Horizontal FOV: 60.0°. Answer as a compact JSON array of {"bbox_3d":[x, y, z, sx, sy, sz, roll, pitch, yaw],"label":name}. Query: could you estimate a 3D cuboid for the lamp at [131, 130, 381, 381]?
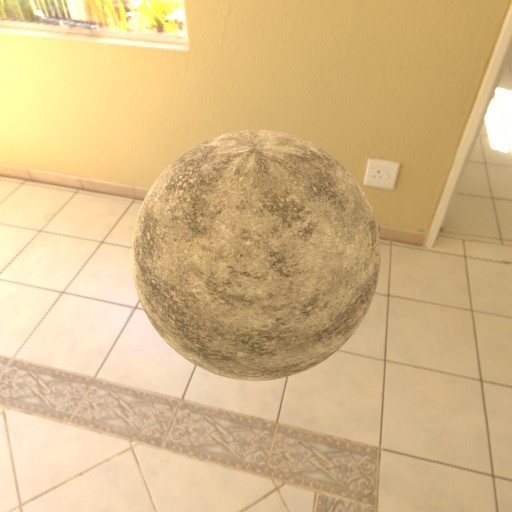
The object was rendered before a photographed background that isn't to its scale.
[{"bbox_3d":[0.000,0.000,0.779,0.422,0.429,0.422,0,44,0],"label":"lamp"}]
